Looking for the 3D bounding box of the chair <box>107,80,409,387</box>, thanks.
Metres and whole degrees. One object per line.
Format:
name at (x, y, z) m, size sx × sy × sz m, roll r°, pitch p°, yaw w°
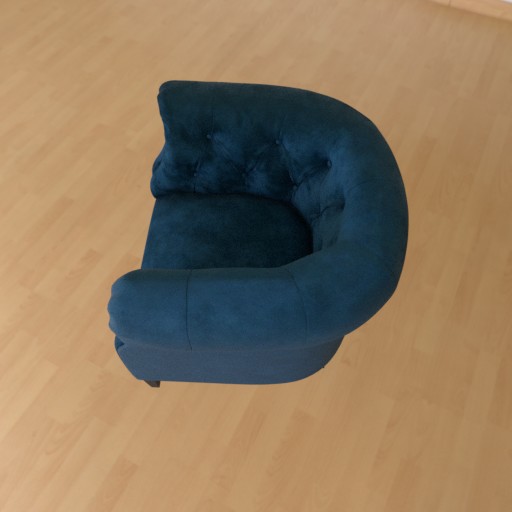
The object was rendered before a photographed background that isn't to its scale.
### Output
chair at (0.000, 0.000, 1.538) m, size 0.851 × 0.826 × 0.904 m, roll 2°, pitch 59°, yaw 1°
